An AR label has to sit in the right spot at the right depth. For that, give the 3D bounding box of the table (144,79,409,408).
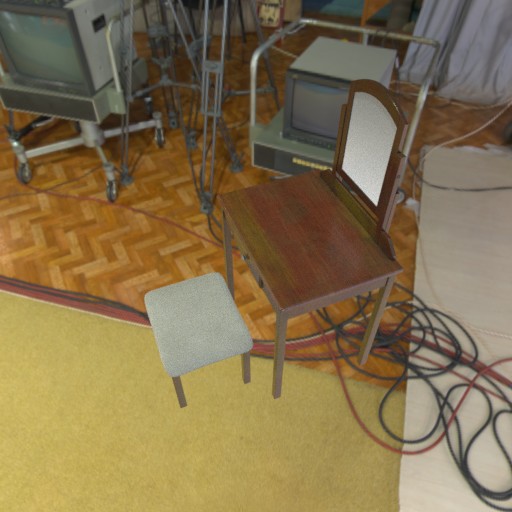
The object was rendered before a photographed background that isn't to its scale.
[{"bbox_3d":[0.000,0.000,2.309,1.211,1.631,0.876,-17,49,-15],"label":"table"}]
